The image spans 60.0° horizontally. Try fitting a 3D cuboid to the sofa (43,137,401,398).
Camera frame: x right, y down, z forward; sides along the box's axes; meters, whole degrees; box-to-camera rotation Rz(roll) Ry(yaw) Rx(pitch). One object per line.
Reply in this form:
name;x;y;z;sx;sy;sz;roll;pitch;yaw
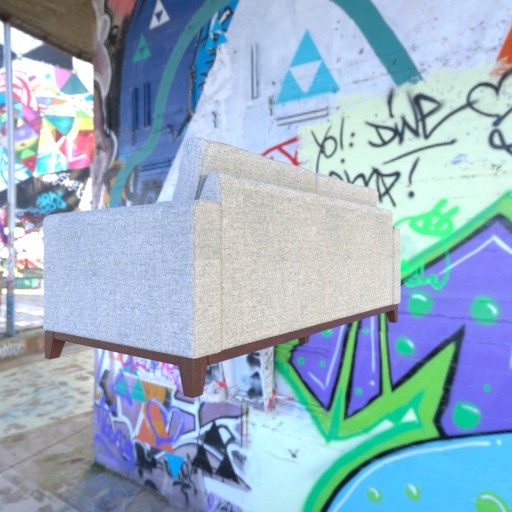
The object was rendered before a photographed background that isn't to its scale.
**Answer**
sofa;0.000;0.000;2.465;0.969;0.892;1.978;0;1;37
